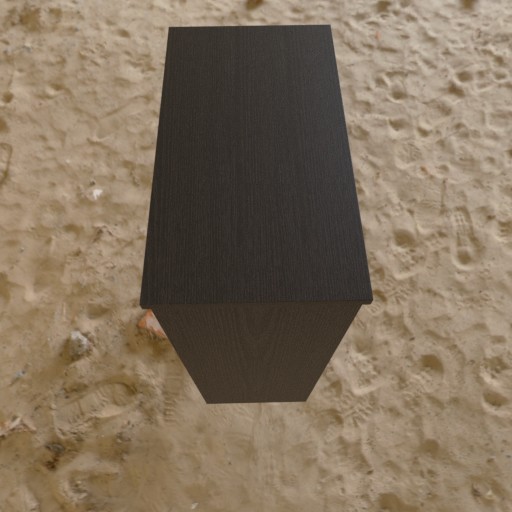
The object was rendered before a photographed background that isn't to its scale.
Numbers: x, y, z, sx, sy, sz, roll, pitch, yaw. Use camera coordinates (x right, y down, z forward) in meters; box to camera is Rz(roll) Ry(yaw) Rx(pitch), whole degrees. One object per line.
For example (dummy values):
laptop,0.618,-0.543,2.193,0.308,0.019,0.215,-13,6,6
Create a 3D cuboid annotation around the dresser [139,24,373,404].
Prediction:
dresser,0.000,0.000,1.343,0.399,1.020,0.704,-1,62,-1
